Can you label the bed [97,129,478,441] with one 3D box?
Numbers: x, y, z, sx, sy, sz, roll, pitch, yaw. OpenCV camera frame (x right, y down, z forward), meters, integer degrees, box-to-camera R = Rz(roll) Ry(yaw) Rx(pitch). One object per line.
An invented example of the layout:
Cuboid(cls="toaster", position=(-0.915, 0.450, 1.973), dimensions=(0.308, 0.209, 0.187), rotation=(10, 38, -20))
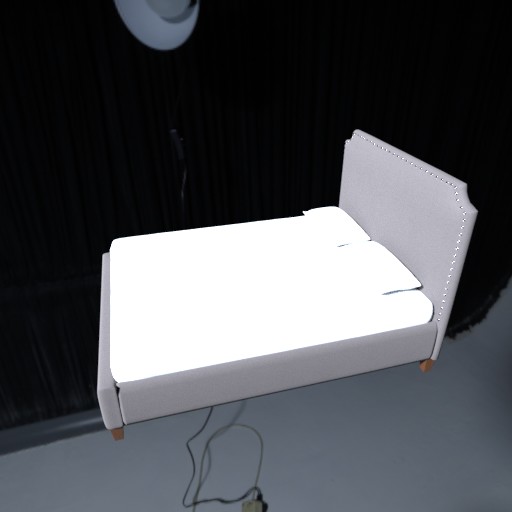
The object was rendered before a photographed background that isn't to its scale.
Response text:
Cuboid(cls="bed", position=(0.000, 0.000, 3.390), dimensions=(2.372, 1.443, 1.713), rotation=(-8, 30, -14))
